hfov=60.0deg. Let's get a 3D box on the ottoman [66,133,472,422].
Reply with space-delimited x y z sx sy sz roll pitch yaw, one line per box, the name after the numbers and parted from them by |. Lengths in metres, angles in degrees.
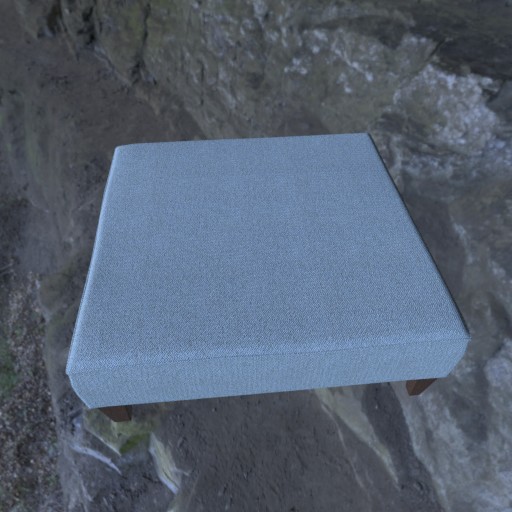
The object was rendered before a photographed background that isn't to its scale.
0.000 0.000 1.505 1.004 0.379 0.968 -4 47 -4 | ottoman
